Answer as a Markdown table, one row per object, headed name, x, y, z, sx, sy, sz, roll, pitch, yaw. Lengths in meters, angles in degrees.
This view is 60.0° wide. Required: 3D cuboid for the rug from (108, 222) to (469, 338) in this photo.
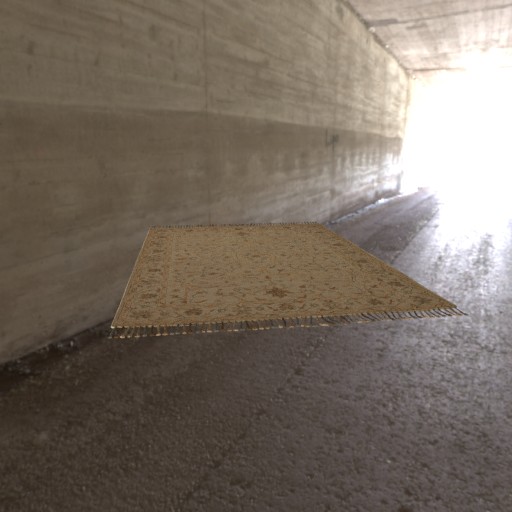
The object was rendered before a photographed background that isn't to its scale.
| name | x | y | z | sx | sy | sz | roll | pitch | yaw |
| --- | --- | --- | --- | --- | --- | --- | --- | --- | --- |
| rug | 0.000 | 0.000 | 2.325 | 1.218 | 0.017 | 1.861 | -2 | 15 | -9 |
